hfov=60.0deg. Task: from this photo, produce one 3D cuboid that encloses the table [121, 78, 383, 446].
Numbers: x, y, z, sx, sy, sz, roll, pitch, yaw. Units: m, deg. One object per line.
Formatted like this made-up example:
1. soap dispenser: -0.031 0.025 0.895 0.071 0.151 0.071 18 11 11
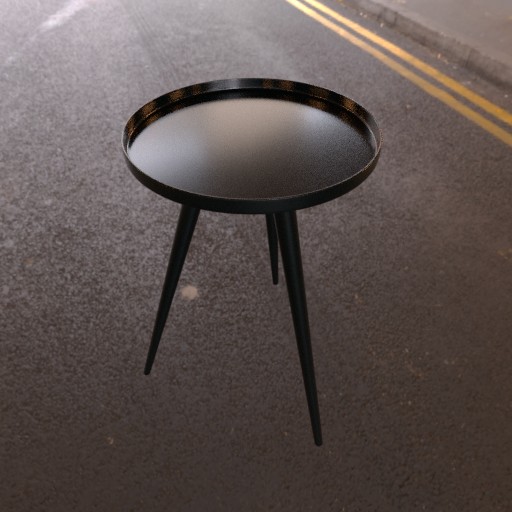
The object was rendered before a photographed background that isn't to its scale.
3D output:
1. table: 0.000 0.000 0.839 0.403 0.548 0.415 14 44 15
